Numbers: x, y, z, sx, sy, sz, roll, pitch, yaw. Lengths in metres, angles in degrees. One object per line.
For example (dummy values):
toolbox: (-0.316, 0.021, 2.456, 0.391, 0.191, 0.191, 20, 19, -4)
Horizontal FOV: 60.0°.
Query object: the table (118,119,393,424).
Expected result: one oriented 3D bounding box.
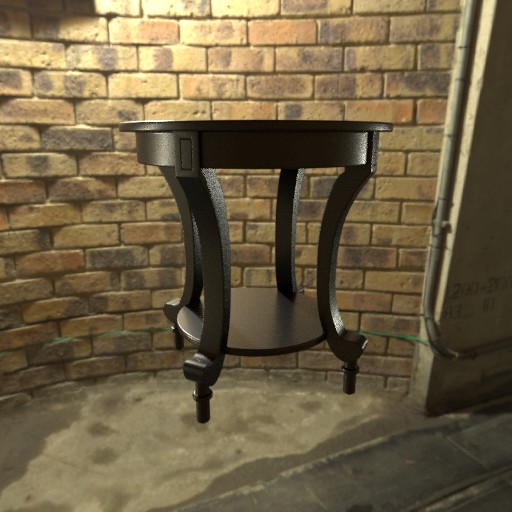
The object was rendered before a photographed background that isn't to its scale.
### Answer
table: (0.000, 0.000, 1.084, 0.597, 0.618, 0.597, 0, 15, 0)
